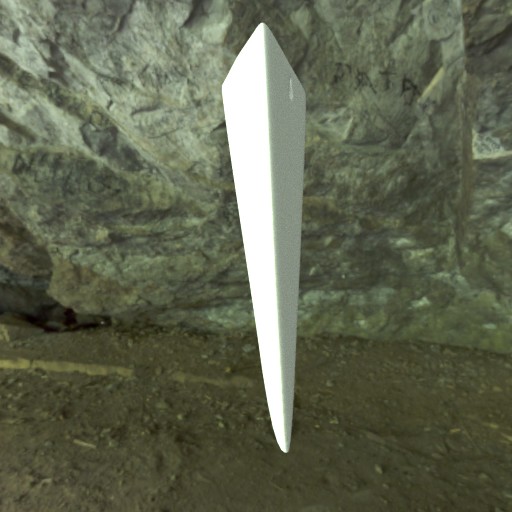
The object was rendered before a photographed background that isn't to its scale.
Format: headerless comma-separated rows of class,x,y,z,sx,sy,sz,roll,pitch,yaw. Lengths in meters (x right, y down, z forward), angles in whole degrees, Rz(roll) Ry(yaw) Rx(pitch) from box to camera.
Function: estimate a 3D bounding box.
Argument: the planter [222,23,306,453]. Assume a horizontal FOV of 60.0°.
planter,0.000,0.000,0.395,0.065,0.338,0.143,-1,-2,19
